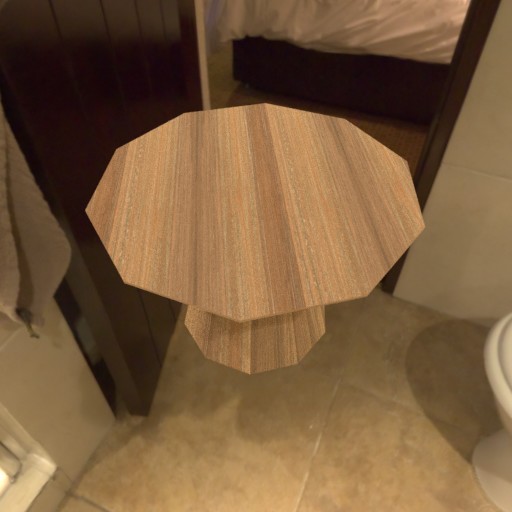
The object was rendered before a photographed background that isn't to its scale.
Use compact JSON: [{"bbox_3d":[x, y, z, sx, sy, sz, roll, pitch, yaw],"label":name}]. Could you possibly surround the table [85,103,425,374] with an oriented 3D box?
[{"bbox_3d":[0.000,0.000,1.867,1.186,0.752,1.186,0,47,0],"label":"table"}]
